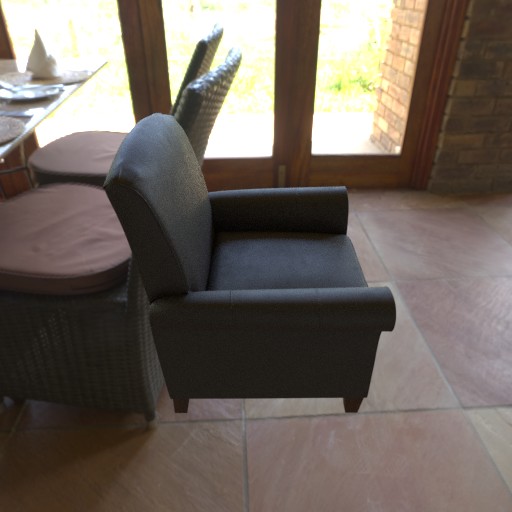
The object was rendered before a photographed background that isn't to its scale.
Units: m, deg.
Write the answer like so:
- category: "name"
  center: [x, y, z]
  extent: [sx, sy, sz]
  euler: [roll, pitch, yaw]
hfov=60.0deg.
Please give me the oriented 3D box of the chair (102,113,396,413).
- category: "chair"
  center: [0.000, 0.000, 1.822]
  extent: [0.902, 1.061, 0.978]
  euler: [0, 32, 0]
